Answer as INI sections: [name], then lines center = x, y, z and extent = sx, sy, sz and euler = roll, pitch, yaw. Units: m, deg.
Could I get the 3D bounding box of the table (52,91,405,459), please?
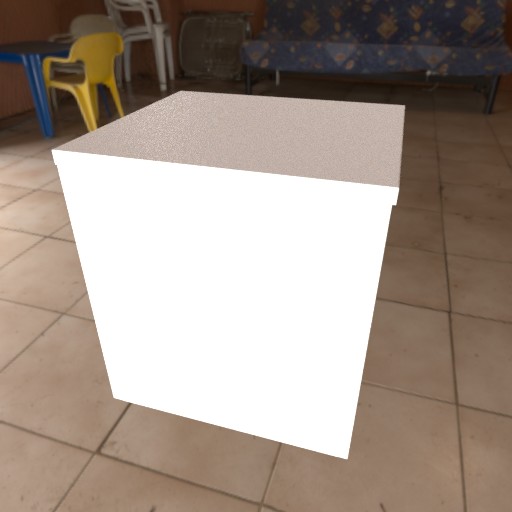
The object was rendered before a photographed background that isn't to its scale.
[table]
center = 0.000, 0.000, 0.778
extent = 0.420, 0.460, 0.380
euler = 9, 33, 14
